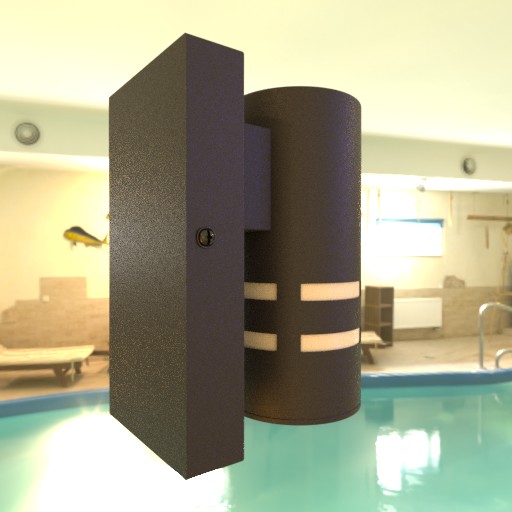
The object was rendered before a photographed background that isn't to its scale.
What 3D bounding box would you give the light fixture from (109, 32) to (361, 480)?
[{"bbox_3d":[0.000,0.000,0.254,0.138,0.179,0.098,0,0,-37],"label":"light fixture"}]
